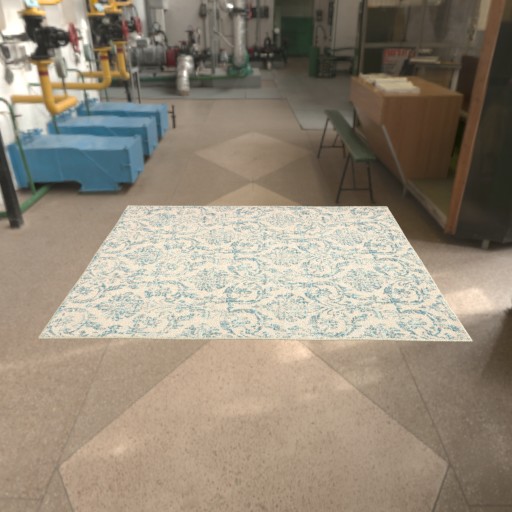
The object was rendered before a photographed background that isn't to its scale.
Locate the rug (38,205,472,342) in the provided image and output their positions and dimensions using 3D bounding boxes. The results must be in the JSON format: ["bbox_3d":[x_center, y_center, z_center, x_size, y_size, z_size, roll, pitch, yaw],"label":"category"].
[{"bbox_3d":[0.000,0.000,4.066,2.980,0.012,2.363,0,29,0],"label":"rug"}]
